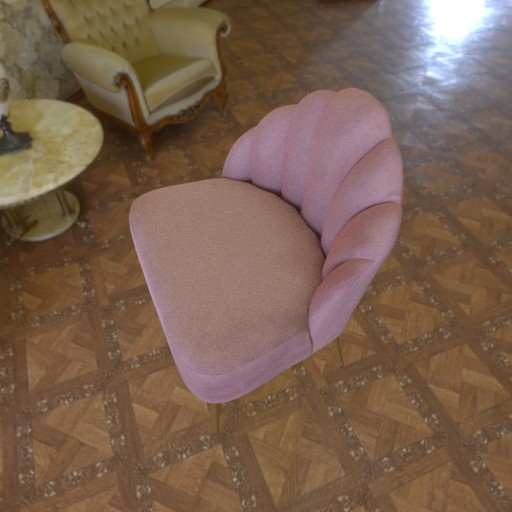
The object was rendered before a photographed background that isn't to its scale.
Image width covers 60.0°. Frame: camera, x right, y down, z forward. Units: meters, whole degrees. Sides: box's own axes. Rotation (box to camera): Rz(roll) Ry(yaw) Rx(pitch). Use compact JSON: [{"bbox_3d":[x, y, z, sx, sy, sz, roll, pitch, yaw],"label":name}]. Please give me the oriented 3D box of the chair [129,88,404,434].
[{"bbox_3d":[0.000,0.000,1.226,0.599,0.819,0.657,-17,48,-16],"label":"chair"}]
